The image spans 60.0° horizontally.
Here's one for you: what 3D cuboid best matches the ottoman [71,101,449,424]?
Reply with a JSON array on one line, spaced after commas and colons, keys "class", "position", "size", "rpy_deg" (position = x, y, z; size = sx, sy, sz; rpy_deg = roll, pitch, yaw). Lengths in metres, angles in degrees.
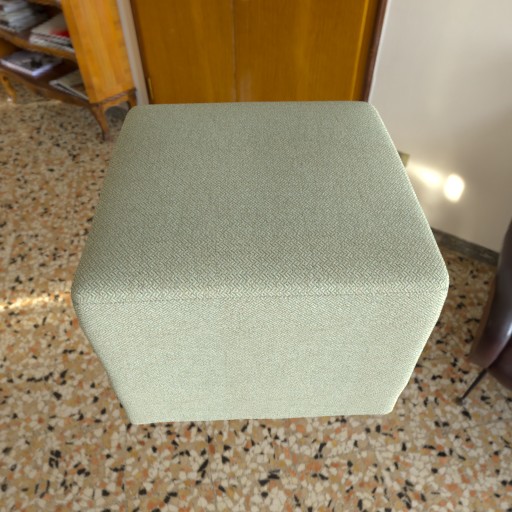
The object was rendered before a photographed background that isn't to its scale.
[{"class": "ottoman", "position": [0.000, 0.000, 0.885], "size": [0.521, 0.453, 0.512], "rpy_deg": [-2, 47, -1]}]
